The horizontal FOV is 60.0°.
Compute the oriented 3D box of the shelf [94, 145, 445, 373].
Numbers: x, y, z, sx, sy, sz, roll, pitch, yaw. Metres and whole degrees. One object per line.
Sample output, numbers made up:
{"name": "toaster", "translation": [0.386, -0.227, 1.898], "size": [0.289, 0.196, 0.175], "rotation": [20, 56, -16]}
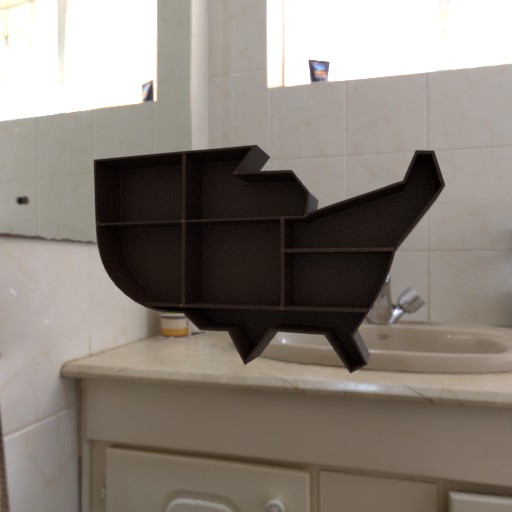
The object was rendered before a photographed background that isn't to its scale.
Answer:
{"name": "shelf", "translation": [0.000, 0.000, 0.934], "size": [0.729, 0.439, 0.112], "rotation": [-1, -2, 17]}
